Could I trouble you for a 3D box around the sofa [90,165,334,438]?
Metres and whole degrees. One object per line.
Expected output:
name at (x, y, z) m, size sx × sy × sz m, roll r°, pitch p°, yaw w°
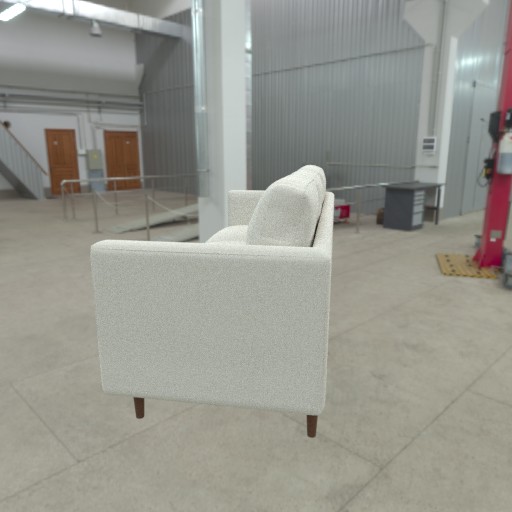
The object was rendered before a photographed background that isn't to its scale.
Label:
sofa at (0.000, 0.000, 2.384) m, size 0.802 × 0.912 × 2.029 m, roll 2°, pitch 14°, yaw 10°
